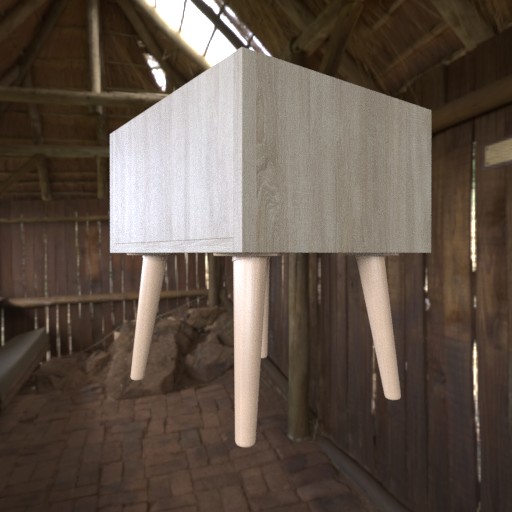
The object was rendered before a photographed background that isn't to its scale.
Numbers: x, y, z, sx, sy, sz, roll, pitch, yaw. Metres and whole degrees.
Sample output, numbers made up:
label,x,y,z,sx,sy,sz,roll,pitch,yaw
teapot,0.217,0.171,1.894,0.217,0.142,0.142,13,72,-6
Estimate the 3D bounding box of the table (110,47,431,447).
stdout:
label,x,y,z,sx,sy,sz,roll,pitch,yaw
table,0.000,0.000,0.786,0.370,0.470,0.450,0,0,-36
